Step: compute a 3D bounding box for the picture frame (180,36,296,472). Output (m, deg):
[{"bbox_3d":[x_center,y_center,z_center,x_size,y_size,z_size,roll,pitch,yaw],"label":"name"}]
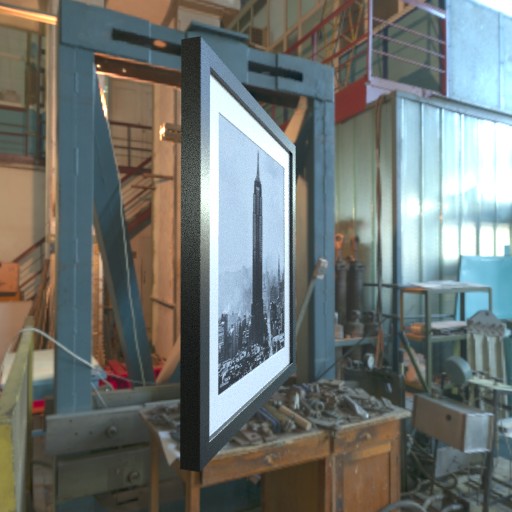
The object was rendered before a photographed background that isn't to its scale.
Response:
[{"bbox_3d":[0.000,0.000,0.837,0.029,0.557,0.559,0,-1,18],"label":"picture frame"}]
